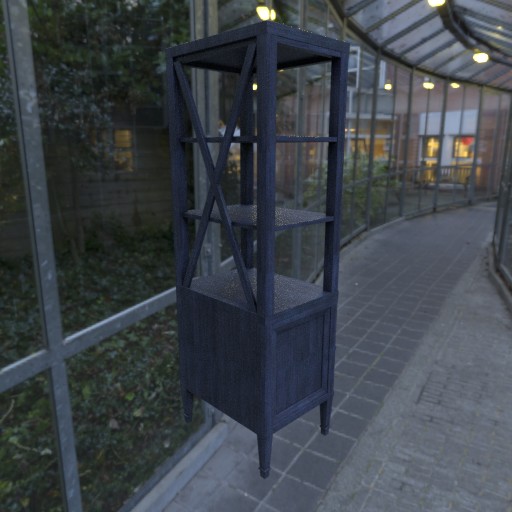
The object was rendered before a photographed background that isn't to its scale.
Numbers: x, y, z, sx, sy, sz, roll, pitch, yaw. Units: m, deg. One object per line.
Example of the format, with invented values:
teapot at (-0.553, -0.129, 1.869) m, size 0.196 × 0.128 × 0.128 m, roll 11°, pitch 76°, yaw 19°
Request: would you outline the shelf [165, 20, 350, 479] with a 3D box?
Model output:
shelf at (0.000, 0.000, 1.977) m, size 0.472 × 1.727 × 0.584 m, roll -13°, pitch 19°, yaw -43°
